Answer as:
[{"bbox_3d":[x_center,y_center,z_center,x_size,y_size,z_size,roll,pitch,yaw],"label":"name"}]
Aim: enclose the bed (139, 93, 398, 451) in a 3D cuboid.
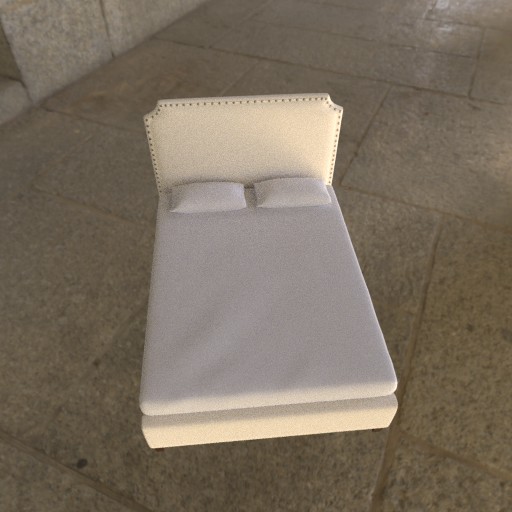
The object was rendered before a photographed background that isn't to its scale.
[{"bbox_3d":[0.000,0.000,3.462,1.712,1.497,2.372,-4,47,-3],"label":"bed"}]
